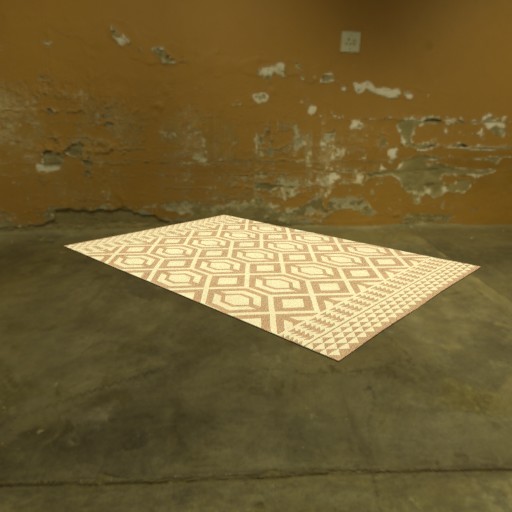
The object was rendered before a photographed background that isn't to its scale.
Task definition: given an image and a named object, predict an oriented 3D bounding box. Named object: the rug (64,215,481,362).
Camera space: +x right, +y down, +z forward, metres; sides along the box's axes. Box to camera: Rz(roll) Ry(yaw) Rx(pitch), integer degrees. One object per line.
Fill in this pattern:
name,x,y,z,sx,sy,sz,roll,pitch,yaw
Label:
rug,0.000,0.000,2.315,1.829,0.008,1.219,15,23,41
